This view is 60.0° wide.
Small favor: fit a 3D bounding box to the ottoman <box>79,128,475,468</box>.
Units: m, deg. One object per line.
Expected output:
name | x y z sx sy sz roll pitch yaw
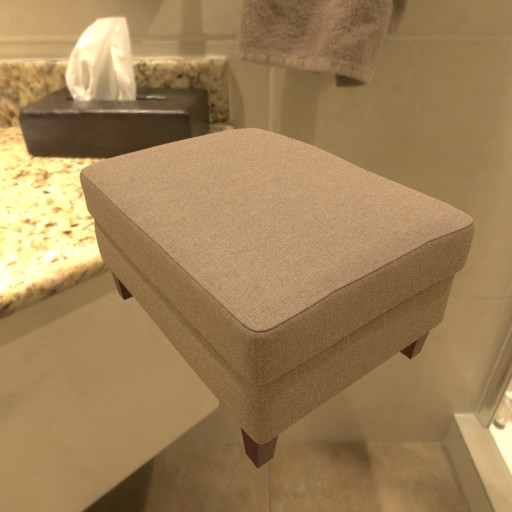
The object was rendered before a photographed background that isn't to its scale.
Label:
ottoman | 0.000 0.000 1.278 0.677 0.519 0.898 -22 39 -30
